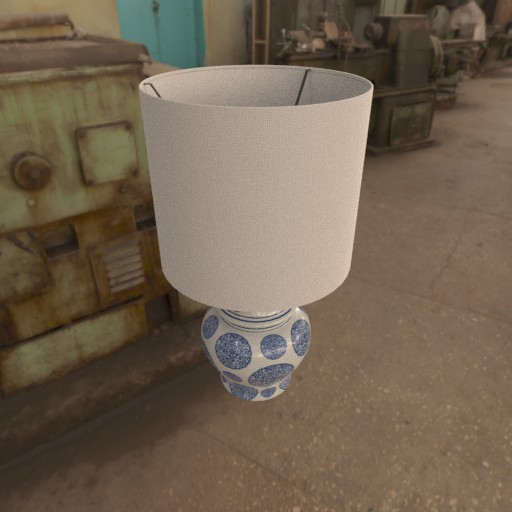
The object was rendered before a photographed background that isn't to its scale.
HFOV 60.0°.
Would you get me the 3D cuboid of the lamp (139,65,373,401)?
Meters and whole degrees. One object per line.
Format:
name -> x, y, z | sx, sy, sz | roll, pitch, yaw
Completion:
lamp -> 0.000, 0.000, 0.513 | 0.215, 0.381, 0.215 | 20, 36, 29
